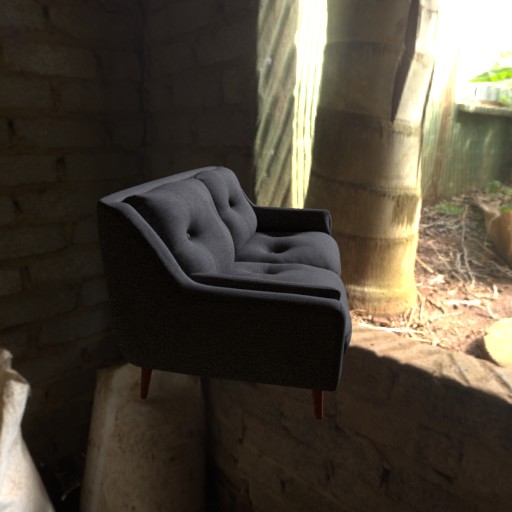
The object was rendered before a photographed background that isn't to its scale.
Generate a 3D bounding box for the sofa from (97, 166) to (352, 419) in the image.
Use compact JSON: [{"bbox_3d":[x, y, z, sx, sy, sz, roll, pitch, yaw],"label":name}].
[{"bbox_3d":[0.000,0.000,2.467,0.975,0.896,1.929,2,15,7],"label":"sofa"}]
